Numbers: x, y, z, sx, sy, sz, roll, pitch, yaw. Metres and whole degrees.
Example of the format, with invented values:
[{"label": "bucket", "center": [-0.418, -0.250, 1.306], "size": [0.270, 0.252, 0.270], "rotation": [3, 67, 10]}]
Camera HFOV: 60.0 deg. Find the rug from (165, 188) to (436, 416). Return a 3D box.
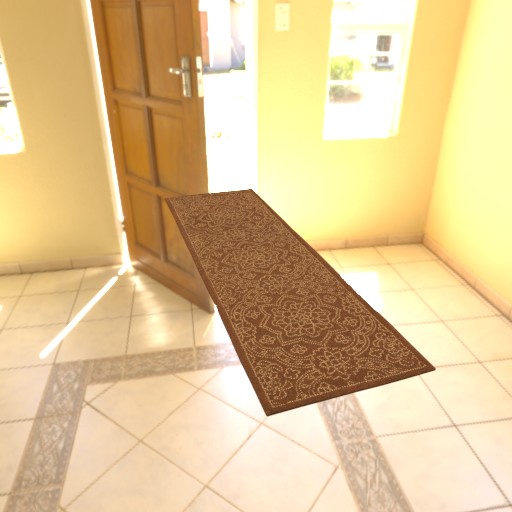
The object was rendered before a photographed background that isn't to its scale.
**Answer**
[{"label": "rug", "center": [0.000, 0.000, 2.780], "size": [0.769, 0.012, 2.448], "rotation": [-9, 29, -17]}]
